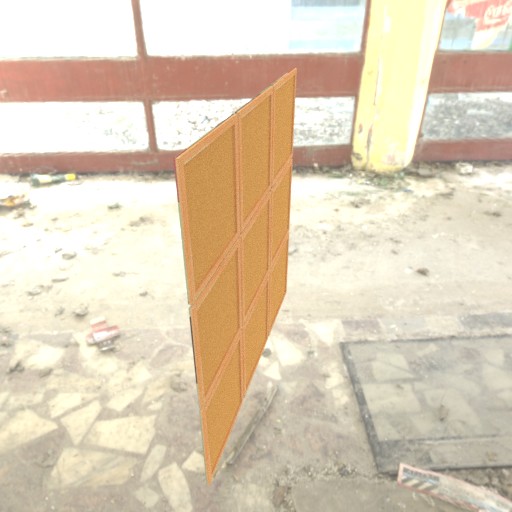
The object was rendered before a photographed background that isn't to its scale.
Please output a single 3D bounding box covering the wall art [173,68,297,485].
[{"bbox_3d":[0.000,0.000,1.771,0.013,1.220,1.216,9,33,14],"label":"wall art"}]
